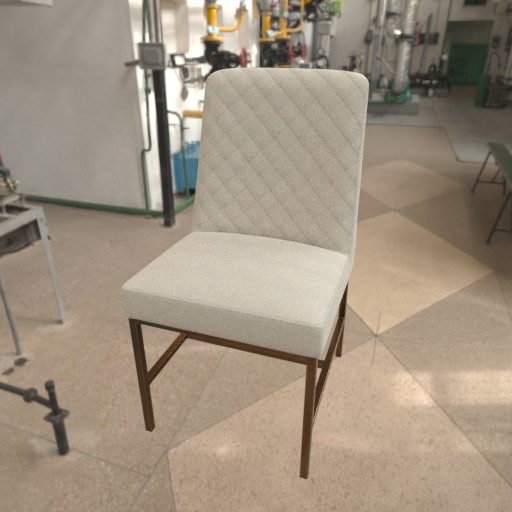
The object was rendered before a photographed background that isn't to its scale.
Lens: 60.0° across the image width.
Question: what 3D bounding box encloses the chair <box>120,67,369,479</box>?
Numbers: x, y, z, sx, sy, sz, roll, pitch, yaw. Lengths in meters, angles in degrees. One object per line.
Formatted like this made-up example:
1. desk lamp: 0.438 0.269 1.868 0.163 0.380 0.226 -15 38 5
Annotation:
1. chair: 0.000 0.000 1.233 0.503 0.933 0.597 9 28 17
